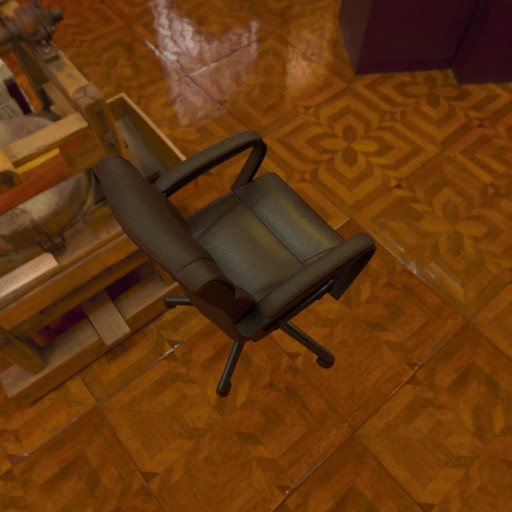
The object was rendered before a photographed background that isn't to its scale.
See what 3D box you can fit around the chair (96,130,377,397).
[{"bbox_3d":[0.000,0.000,1.476,0.717,1.004,0.739,-33,65,-18],"label":"chair"}]
